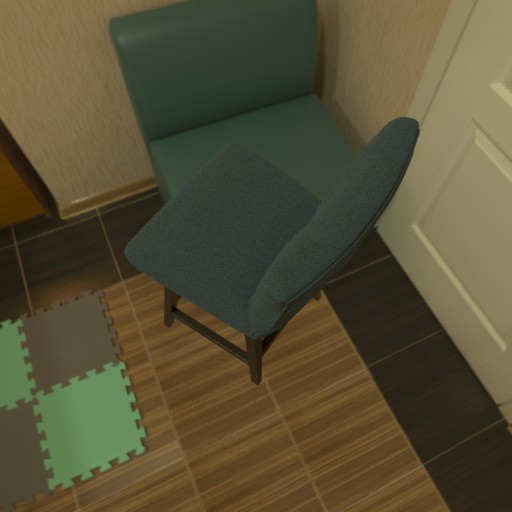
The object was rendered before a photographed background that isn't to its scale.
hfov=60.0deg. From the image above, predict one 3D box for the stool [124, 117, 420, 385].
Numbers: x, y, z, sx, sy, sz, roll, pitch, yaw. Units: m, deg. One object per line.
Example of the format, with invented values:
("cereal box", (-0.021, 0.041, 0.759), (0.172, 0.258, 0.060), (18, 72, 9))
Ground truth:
("stool", (0.000, 0.000, 1.339), (0.574, 1.000, 0.514), (33, 66, 16))
